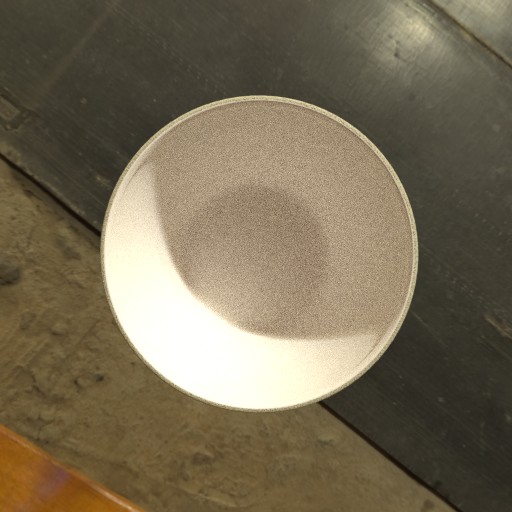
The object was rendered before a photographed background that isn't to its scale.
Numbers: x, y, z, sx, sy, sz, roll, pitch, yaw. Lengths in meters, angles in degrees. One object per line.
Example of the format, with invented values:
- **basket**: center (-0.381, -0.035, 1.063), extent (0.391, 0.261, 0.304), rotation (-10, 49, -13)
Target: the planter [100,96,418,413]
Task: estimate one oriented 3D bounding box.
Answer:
- **planter**: center (0.000, 0.000, 0.736), extent (0.350, 0.504, 0.350), rotation (0, 89, -1)
